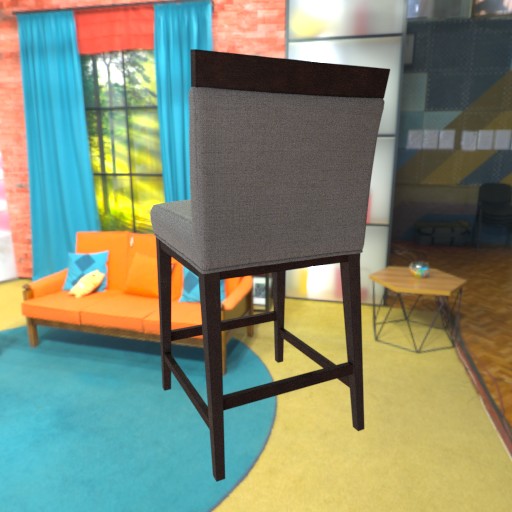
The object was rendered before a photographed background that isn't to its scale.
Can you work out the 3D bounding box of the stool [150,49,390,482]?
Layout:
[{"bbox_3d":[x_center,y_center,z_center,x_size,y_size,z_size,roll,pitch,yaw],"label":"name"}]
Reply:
[{"bbox_3d":[0.000,0.000,1.306,0.512,1.009,0.531,-7,15,-26],"label":"stool"}]
